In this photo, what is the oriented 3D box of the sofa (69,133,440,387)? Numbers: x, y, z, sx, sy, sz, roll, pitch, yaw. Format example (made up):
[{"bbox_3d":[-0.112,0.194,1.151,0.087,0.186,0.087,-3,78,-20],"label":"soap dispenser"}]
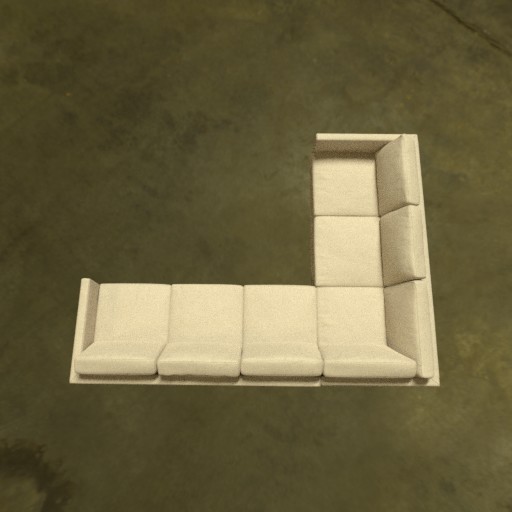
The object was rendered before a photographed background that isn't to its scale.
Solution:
[{"bbox_3d":[0.000,0.000,4.322,3.182,0.863,2.432,1,75,0],"label":"sofa"}]
